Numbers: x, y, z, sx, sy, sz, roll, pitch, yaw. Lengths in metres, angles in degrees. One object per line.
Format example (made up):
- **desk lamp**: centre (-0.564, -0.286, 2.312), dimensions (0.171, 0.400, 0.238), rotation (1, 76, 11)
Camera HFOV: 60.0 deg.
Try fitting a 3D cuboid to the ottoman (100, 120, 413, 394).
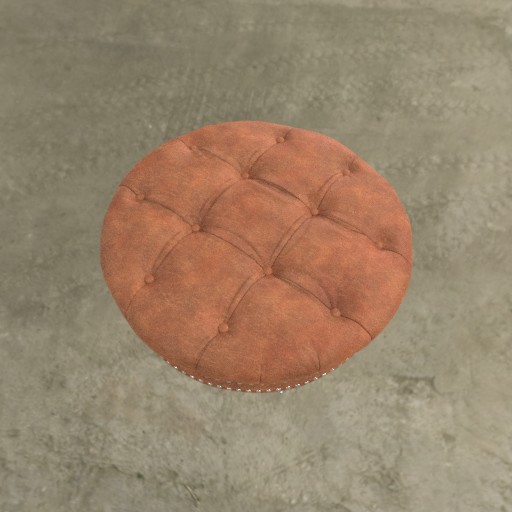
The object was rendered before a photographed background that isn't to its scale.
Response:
- **ottoman**: centre (0.000, 0.000, 1.416), dimensions (0.901, 0.444, 0.901), rotation (0, 57, 0)
